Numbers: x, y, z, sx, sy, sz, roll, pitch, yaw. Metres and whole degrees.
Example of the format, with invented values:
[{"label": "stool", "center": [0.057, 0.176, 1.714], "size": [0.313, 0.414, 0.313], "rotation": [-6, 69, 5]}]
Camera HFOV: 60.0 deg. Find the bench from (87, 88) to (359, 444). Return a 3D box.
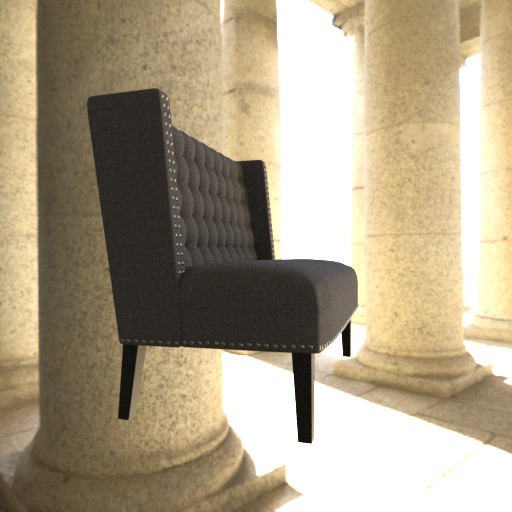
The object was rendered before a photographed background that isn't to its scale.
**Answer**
[{"label": "bench", "center": [0.000, 0.000, 2.014], "size": [0.842, 1.121, 1.276], "rotation": [0, 0, 18]}]
